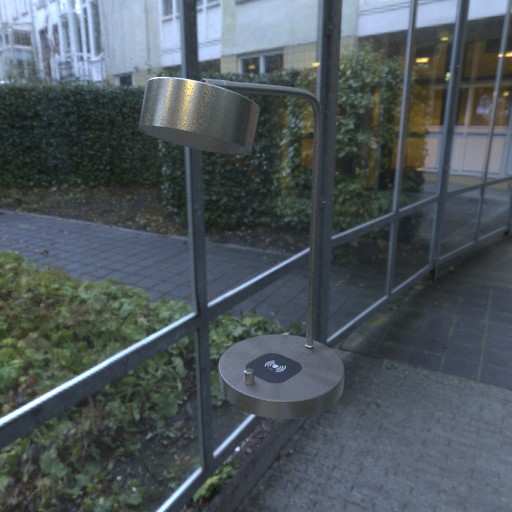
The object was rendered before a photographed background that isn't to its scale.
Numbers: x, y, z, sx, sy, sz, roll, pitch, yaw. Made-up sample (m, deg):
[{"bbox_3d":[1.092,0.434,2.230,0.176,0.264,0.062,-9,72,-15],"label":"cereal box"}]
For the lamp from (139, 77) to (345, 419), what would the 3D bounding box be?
[{"bbox_3d":[0.000,0.000,0.643,0.211,0.469,0.334,16,23,41],"label":"lamp"}]
